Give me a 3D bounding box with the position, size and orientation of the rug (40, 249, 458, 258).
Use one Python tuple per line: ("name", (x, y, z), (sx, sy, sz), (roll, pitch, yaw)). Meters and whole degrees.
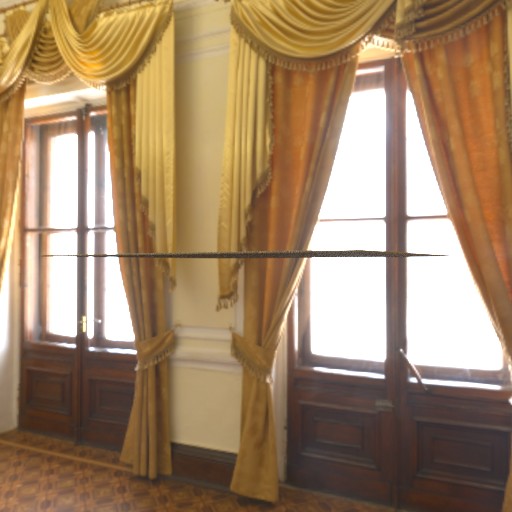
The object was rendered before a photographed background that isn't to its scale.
("rug", (0.000, 0.000, 4.130), (3.034, 0.012, 2.471), (-1, -1, 35))
